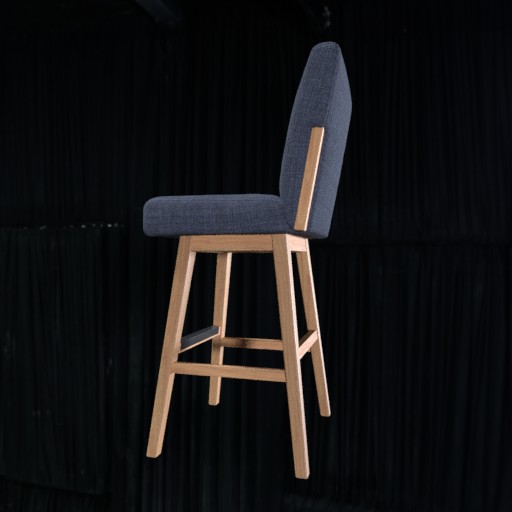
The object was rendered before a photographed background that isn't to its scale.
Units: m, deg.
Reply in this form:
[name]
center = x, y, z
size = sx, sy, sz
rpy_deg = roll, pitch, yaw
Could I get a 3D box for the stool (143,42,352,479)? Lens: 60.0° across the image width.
[stool]
center = 0.000, 0.000, 1.390
size = 0.570, 1.112, 0.483
rpy_deg = 0, 0, 16
